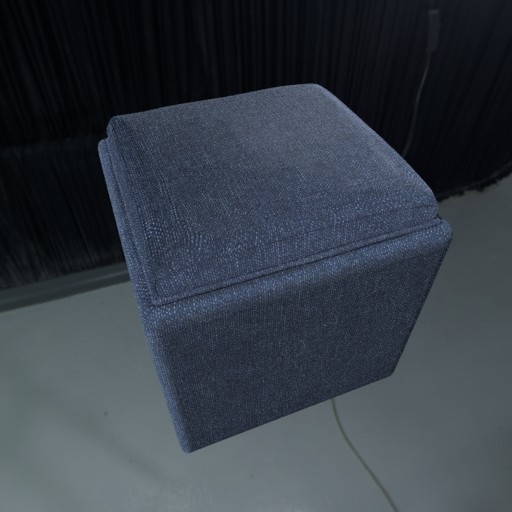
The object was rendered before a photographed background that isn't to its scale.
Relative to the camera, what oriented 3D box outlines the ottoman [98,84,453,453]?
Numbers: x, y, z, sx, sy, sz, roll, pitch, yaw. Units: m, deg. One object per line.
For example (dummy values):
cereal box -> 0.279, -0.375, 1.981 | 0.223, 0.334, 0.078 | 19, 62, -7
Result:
ottoman -> 0.000, 0.000, 0.840 | 0.454, 0.493, 0.436 | -16, 48, -15
